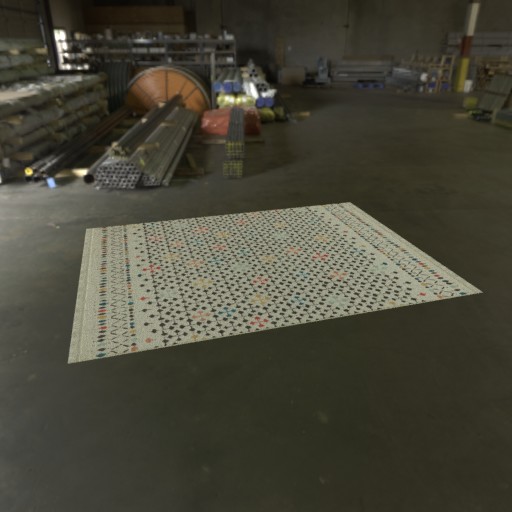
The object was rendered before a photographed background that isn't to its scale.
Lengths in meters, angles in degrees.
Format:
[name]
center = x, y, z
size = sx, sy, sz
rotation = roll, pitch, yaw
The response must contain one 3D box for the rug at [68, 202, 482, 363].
[rug]
center = 0.000, 0.000, 4.258
size = 3.196, 0.007, 2.354
rotation = -7, 27, -15
